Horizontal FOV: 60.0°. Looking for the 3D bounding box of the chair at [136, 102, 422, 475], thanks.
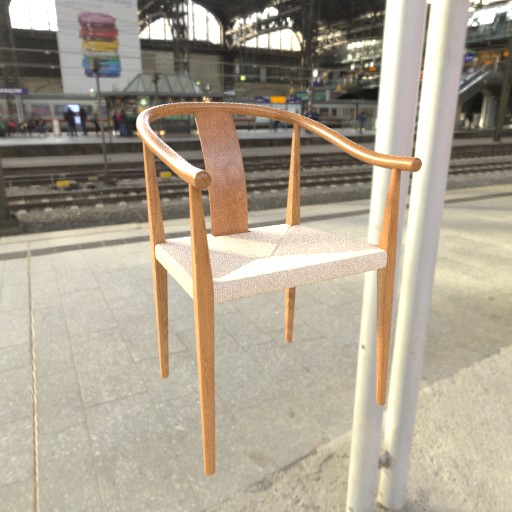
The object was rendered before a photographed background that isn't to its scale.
[{"bbox_3d":[0.000,0.000,1.200,0.556,0.800,0.579,-9,20,-28],"label":"chair"}]
